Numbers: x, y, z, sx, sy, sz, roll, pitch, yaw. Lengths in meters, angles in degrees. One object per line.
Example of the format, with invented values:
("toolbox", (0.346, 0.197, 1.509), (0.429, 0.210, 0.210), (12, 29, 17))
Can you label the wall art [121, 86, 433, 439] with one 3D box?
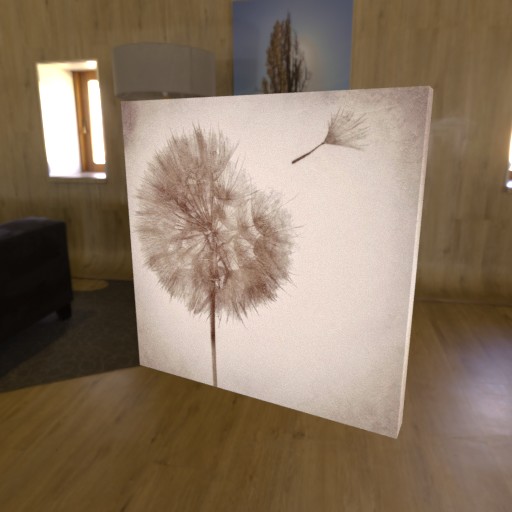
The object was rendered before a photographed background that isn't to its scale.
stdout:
("wall art", (0.000, 0.000, 0.446), (0.303, 0.303, 0.028), (7, 16, 26))
